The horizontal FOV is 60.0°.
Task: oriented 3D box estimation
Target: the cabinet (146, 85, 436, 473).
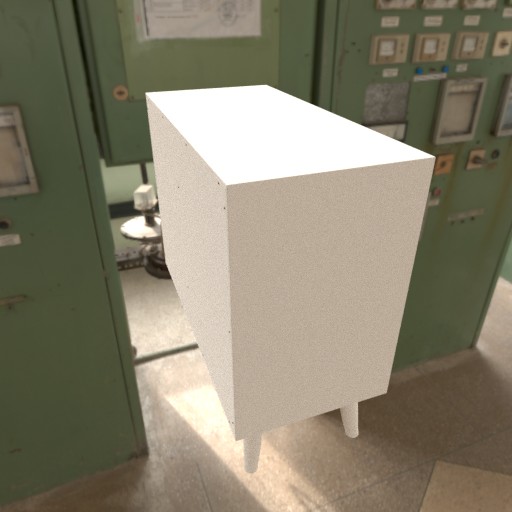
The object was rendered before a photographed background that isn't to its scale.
[{"bbox_3d":[0.000,0.000,1.237,0.398,0.761,0.800,-11,32,-18],"label":"cabinet"}]
